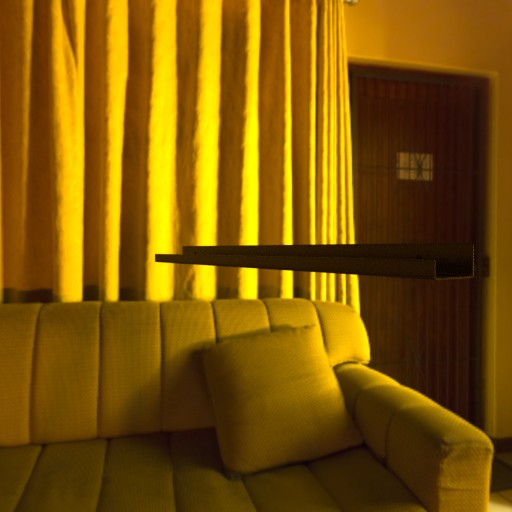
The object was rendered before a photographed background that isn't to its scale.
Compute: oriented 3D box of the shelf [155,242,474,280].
[{"bbox_3d":[0.000,0.000,0.967,0.092,0.049,0.924,-1,1,-35],"label":"shelf"}]
